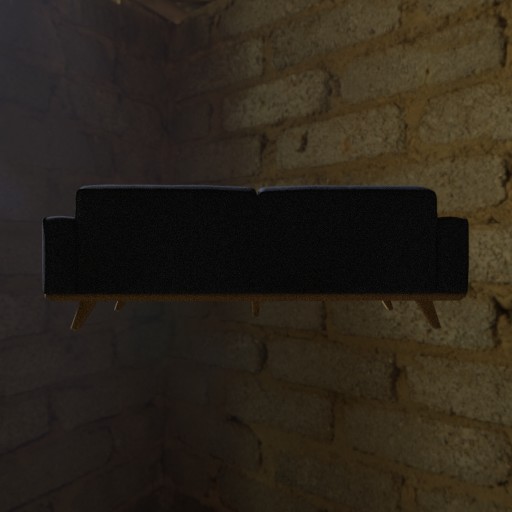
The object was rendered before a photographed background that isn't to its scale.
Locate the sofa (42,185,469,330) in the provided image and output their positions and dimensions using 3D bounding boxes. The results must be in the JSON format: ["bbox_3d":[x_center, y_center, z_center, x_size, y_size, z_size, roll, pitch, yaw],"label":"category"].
[{"bbox_3d":[0.000,0.000,2.760,2.270,0.782,0.953,0,0,-1],"label":"sofa"}]
